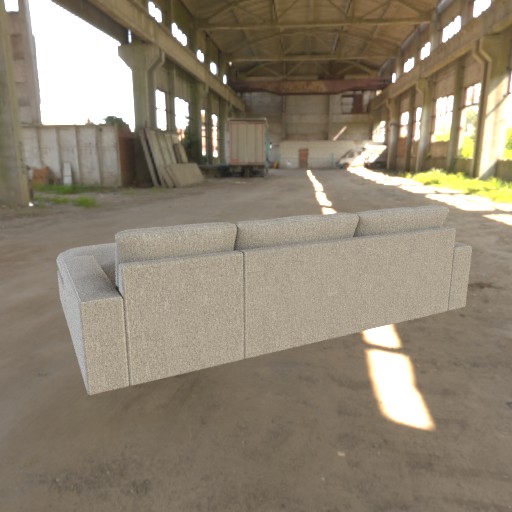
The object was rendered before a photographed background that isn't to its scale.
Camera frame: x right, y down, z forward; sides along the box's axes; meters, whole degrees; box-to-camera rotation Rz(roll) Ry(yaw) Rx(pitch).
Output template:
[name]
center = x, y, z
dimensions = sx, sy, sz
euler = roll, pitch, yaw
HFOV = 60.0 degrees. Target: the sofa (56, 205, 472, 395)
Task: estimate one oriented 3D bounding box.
[sofa]
center = 0.000, 0.000, 3.398
dimensions = 2.718, 0.813, 1.689
euler = -7, 15, -27
